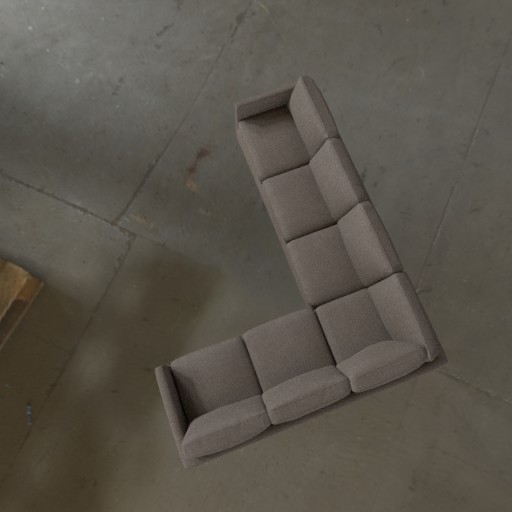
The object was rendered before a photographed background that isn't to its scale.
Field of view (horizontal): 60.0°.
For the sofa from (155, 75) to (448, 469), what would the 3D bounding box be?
[{"bbox_3d":[0.000,0.000,4.562,2.593,0.947,3.302,-20,76,-5],"label":"sofa"}]
